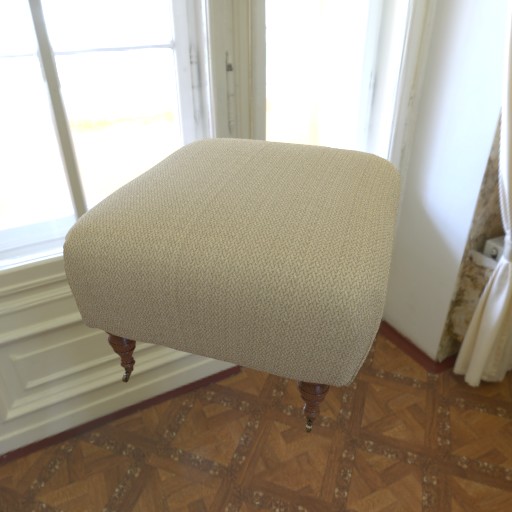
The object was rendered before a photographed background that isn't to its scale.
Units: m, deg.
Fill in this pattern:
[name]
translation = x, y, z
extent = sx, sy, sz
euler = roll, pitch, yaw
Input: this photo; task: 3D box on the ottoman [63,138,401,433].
[ottoman]
translation = 0.000, 0.000, 1.087
extent = 0.622, 0.447, 0.684
euler = 10, 32, 16
